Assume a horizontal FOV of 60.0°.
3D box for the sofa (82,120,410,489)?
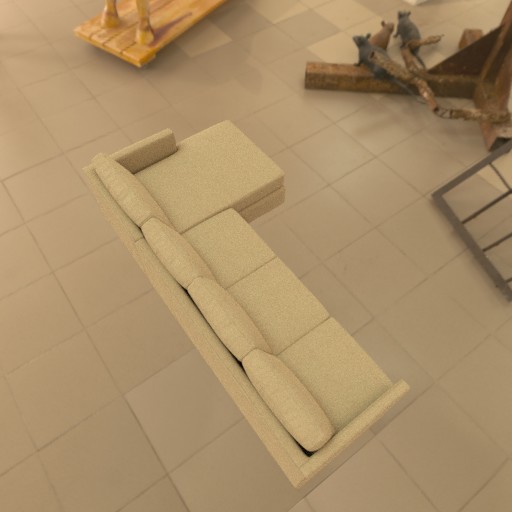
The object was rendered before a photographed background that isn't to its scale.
[{"bbox_3d":[0.000,0.000,3.810,1.622,0.867,3.177,-32,63,-19],"label":"sofa"}]
